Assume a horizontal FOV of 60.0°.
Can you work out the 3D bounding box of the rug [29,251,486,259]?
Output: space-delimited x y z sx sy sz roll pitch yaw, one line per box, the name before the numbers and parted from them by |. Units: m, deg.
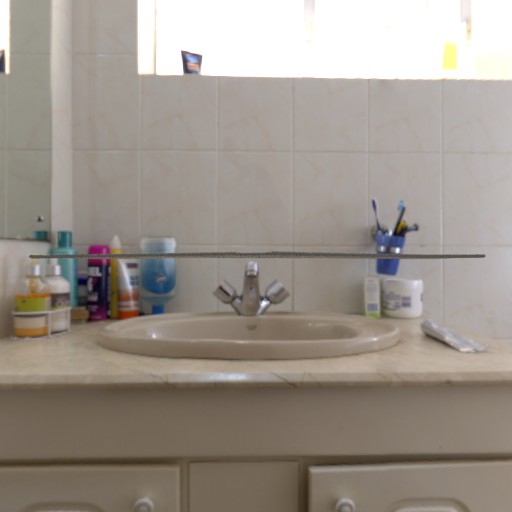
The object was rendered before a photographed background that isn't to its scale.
rug | 0.000 0.000 2.593 2.341 0.037 0.675 0 -1 1
